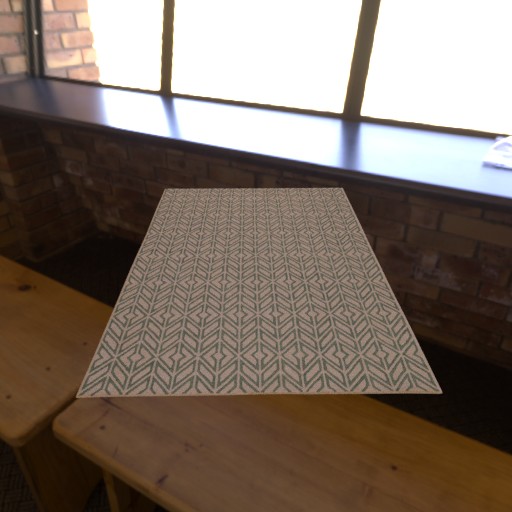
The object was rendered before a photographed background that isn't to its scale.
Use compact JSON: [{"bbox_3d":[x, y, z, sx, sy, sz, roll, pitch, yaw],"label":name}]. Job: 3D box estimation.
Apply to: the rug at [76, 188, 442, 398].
[{"bbox_3d":[0.000,0.000,2.261,1.220,0.007,1.828,0,30,-1],"label":"rug"}]
